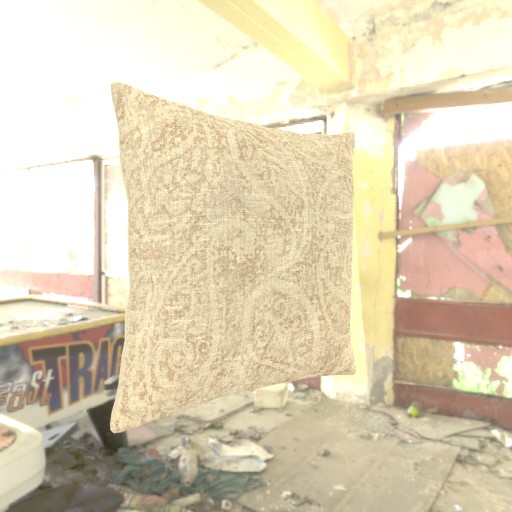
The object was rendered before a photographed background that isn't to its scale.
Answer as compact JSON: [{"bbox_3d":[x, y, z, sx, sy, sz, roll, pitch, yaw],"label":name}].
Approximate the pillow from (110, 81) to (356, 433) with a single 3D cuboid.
[{"bbox_3d":[0.000,0.000,0.786,0.523,0.510,0.166,-1,2,-36],"label":"pillow"}]
